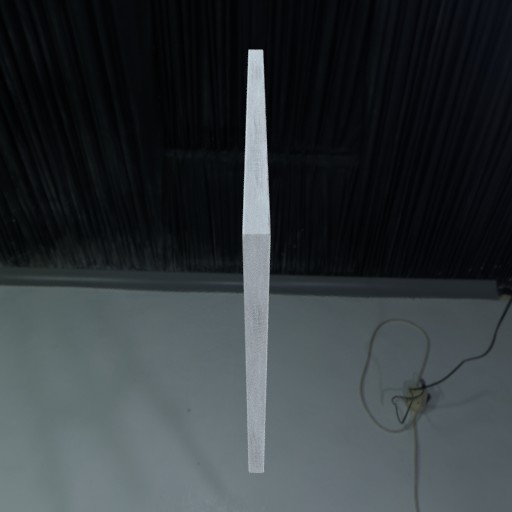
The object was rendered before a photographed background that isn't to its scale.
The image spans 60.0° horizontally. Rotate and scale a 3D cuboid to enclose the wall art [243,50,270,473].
[{"bbox_3d":[0.000,0.000,0.448,0.015,0.303,0.303,0,42,0],"label":"wall art"}]
